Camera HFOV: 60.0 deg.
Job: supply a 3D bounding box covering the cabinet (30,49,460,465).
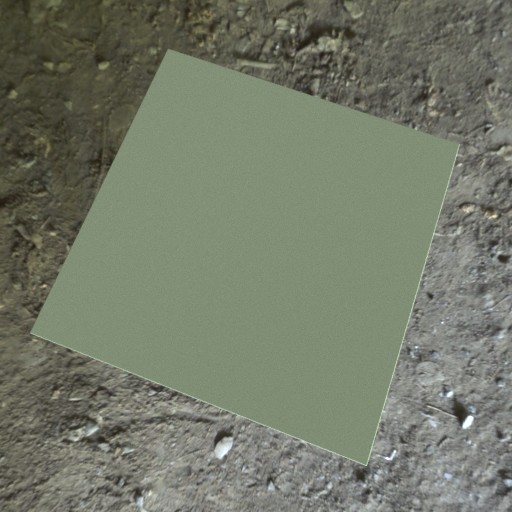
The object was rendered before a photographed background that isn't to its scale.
[{"bbox_3d":[0.000,0.000,1.285,0.800,0.460,0.800,20,77,5],"label":"cabinet"}]
